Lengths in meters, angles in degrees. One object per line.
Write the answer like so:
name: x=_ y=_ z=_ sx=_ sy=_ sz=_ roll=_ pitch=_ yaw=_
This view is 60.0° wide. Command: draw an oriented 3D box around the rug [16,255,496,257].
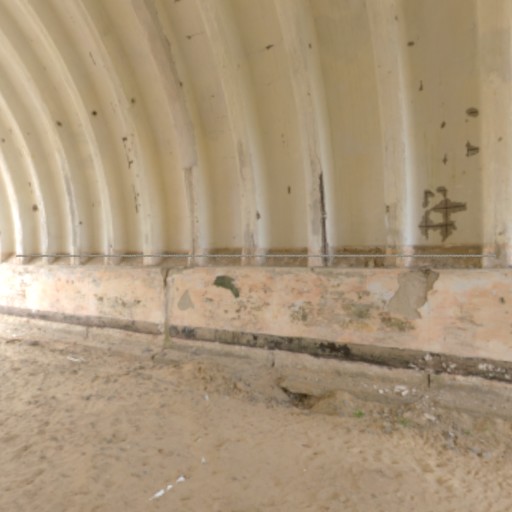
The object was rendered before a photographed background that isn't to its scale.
rug: x=0.000 y=0.000 z=3.002 sx=2.430 sy=0.010 sz=1.515 roll=0 pitch=0 yaw=0
